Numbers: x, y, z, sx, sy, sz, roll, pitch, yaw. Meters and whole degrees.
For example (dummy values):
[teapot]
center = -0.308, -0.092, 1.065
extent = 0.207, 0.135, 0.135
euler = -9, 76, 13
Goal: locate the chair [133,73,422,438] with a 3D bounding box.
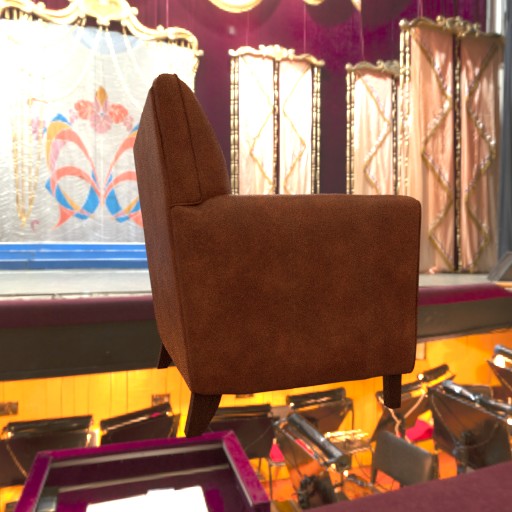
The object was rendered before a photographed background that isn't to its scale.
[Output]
[chair]
center = 0.000, 0.000, 1.610
extent = 0.823, 0.943, 0.870
euler = 0, 1, -19
